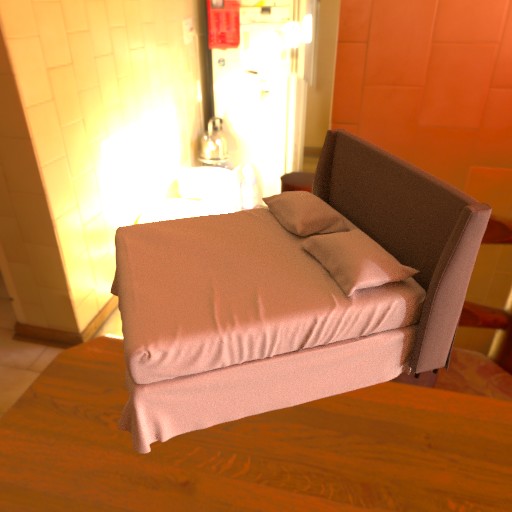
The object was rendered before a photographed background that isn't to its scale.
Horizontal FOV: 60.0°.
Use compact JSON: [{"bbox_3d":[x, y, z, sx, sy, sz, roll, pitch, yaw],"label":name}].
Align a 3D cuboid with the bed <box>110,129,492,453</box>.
[{"bbox_3d":[0.000,0.000,3.345,2.276,1.332,1.925,-9,31,-15],"label":"bed"}]
